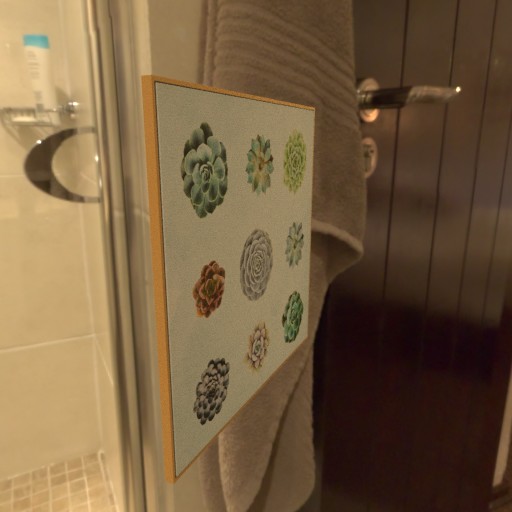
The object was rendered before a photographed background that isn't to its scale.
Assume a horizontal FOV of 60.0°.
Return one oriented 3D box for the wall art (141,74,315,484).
[{"bbox_3d":[0.000,0.000,0.670,0.013,0.455,0.457,7,16,26],"label":"wall art"}]
